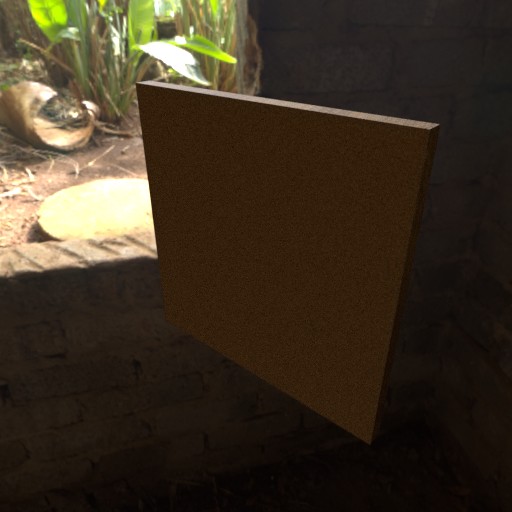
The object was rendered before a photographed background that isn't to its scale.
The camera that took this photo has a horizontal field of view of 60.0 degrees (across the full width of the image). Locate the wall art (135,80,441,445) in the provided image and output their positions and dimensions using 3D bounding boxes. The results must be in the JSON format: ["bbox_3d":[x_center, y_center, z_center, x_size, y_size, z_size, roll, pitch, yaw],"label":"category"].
[{"bbox_3d":[0.000,0.000,0.890,0.611,0.608,0.042,23,37,34],"label":"wall art"}]
